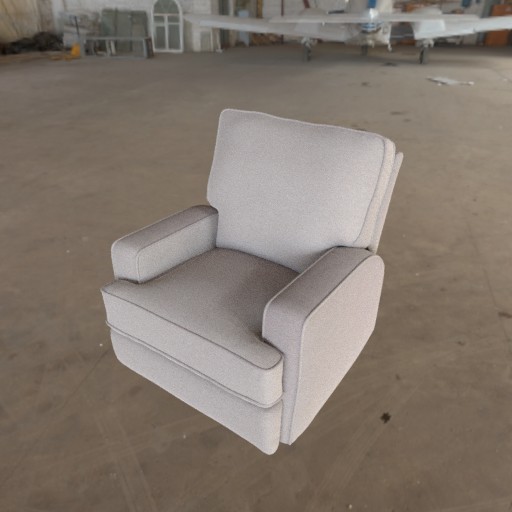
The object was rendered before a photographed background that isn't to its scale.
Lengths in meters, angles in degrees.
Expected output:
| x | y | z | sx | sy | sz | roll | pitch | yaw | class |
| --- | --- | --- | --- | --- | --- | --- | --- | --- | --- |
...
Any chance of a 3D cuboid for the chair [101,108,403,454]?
| x | y | z | sx | sy | sz | roll | pitch | yaw | class |
| --- | --- | --- | --- | --- | --- | --- | --- | --- | --- |
| 0.000 | 0.000 | 1.744 | 0.861 | 0.964 | 0.969 | 19 | 35 | 30 | chair |
